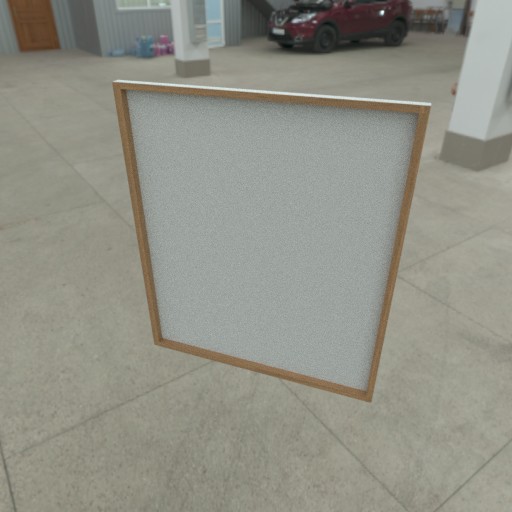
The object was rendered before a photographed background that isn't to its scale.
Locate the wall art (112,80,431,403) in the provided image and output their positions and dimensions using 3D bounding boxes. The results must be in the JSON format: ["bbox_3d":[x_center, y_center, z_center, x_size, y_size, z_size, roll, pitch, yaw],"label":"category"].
[{"bbox_3d":[0.000,0.000,0.999,0.609,0.710,0.021,11,33,17],"label":"wall art"}]
